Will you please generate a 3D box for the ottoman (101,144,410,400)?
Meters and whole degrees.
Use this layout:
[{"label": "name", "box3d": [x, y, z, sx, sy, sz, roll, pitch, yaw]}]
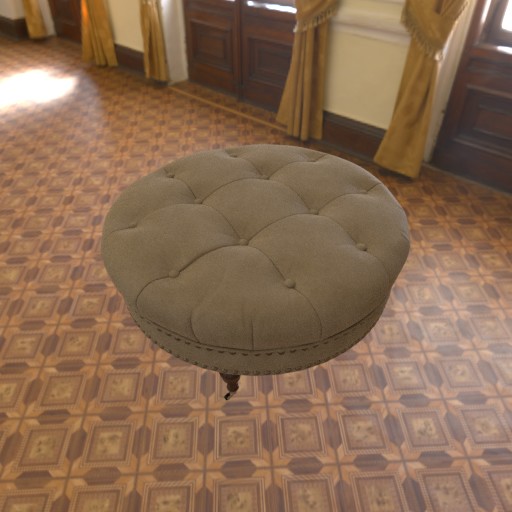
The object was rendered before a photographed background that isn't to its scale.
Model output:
[{"label": "ottoman", "box3d": [0.000, 0.000, 1.422, 0.901, 0.439, 0.901, 0, 40, 0]}]
